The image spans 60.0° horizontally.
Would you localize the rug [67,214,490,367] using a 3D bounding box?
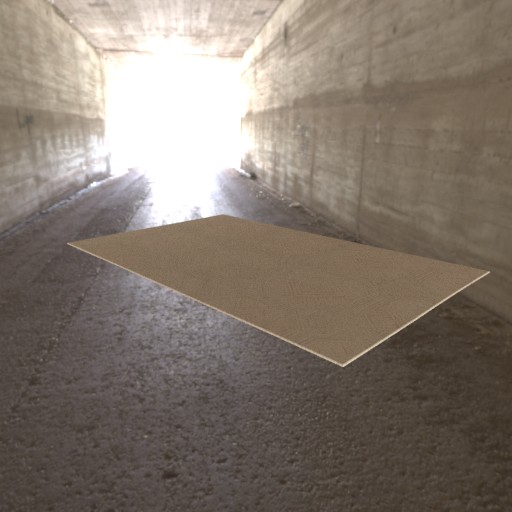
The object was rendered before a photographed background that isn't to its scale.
[{"bbox_3d":[0.000,0.000,2.965,1.524,0.008,2.440,-16,23,-42],"label":"rug"}]
